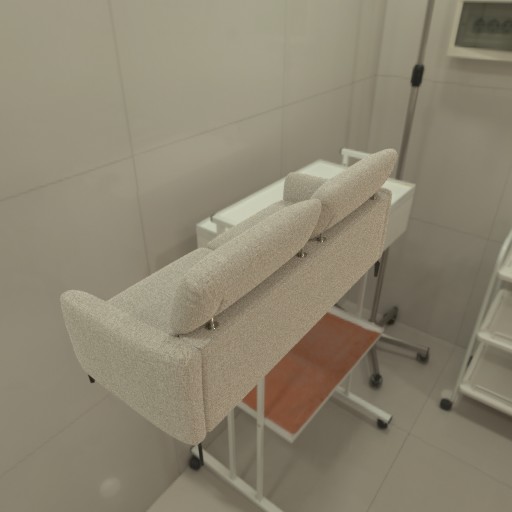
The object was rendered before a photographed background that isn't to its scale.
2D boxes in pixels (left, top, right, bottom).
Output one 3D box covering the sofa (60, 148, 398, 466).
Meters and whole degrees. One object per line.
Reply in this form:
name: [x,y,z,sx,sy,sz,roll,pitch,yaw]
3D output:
sofa: [0.000,0.000,2.523,0.856,0.956,2.015,21,37,31]
